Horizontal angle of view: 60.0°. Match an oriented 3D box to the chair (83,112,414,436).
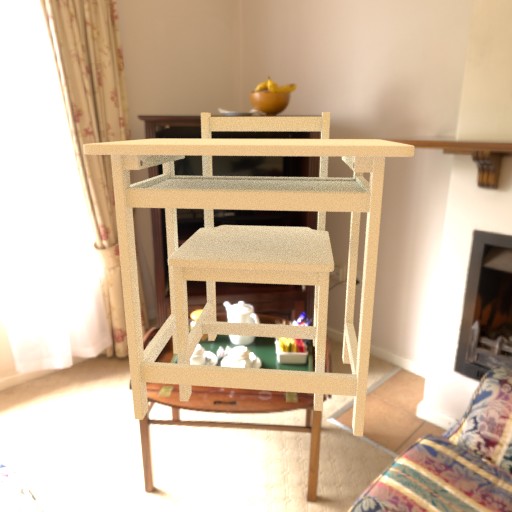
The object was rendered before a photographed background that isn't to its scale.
[{"bbox_3d":[0.000,0.000,1.073,0.599,0.673,0.461,2,16,6],"label":"chair"}]
